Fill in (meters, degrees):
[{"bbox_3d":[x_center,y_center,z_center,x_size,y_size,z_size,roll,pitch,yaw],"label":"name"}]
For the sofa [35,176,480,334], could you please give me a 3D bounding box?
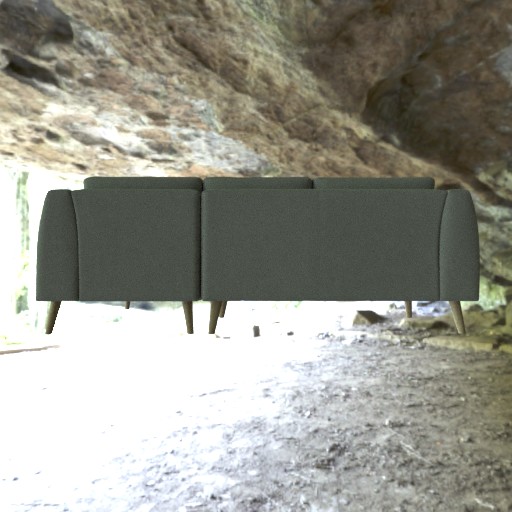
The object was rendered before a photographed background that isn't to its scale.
[{"bbox_3d":[0.000,0.000,3.048,2.300,0.860,1.580,0,-2,-1],"label":"sofa"}]
